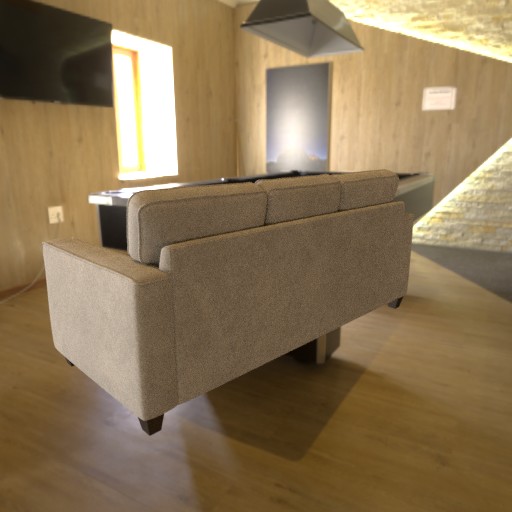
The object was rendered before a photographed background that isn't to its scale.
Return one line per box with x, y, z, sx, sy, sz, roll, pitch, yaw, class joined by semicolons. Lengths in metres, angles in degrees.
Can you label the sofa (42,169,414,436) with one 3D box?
0.000;0.000;2.635;2.133;0.965;0.939;-14;20;-43;sofa
